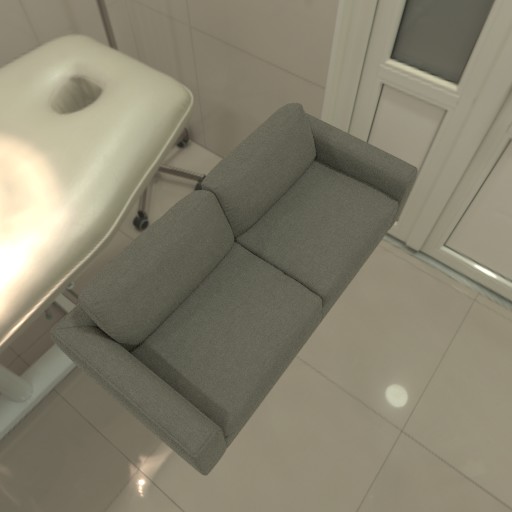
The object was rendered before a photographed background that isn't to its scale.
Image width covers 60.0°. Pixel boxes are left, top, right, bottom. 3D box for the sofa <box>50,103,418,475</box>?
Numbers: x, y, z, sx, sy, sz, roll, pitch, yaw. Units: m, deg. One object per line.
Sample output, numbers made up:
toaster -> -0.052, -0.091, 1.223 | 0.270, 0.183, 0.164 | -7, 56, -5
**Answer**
sofa -> 0.000, 0.000, 2.748 | 1.070, 0.801, 2.262 | 33, 63, 19
